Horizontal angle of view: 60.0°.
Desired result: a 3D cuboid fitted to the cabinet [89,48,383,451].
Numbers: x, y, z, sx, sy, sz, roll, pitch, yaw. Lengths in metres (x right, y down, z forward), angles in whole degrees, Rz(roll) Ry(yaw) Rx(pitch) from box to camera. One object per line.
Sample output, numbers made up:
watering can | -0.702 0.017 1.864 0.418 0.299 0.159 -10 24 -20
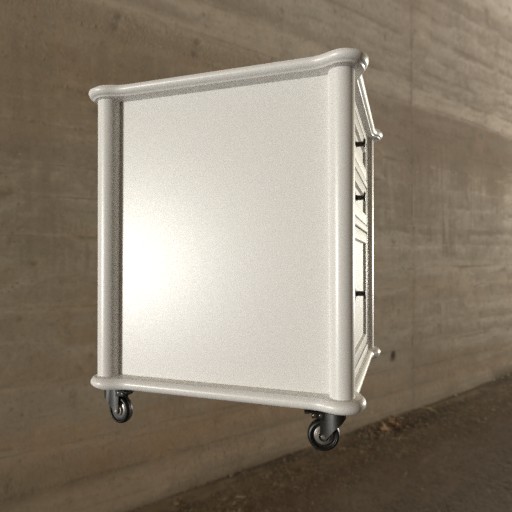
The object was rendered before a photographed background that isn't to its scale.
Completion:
cabinet | 0.000 0.000 1.183 0.627 0.761 0.628 0 -1 19
